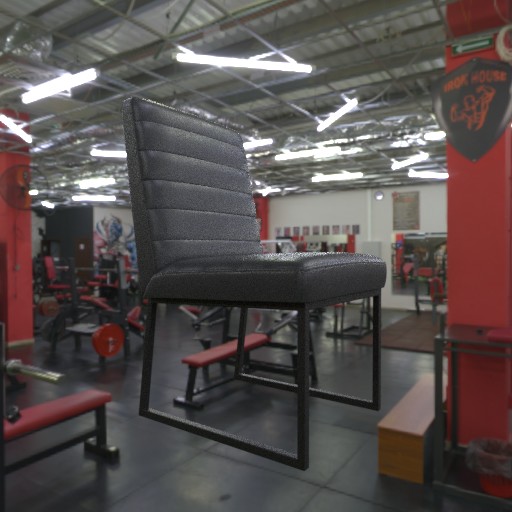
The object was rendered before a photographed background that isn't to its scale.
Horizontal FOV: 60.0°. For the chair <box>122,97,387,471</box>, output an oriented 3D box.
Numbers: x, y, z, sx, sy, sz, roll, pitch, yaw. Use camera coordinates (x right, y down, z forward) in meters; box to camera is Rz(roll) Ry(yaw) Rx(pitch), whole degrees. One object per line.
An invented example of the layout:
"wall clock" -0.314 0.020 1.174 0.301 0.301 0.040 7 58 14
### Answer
"chair" 0.000 0.000 1.323 0.634 0.930 0.520 1 1 36
